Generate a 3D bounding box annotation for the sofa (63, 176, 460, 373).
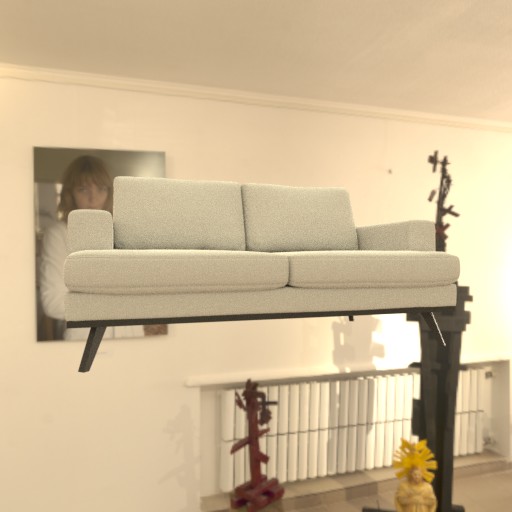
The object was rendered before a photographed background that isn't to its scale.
[{"bbox_3d":[0.000,0.000,2.159,1.650,0.810,0.920,0,0,-18],"label":"sofa"}]
